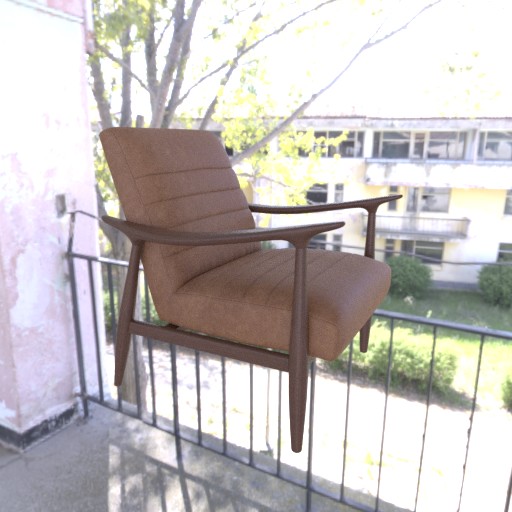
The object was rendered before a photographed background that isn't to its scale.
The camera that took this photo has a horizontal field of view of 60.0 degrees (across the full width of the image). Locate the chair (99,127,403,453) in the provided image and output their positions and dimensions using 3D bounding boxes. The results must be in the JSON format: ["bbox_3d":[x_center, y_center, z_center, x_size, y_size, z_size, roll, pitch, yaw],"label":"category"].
[{"bbox_3d":[0.000,0.000,1.473,0.798,0.832,0.741,7,15,27],"label":"chair"}]
